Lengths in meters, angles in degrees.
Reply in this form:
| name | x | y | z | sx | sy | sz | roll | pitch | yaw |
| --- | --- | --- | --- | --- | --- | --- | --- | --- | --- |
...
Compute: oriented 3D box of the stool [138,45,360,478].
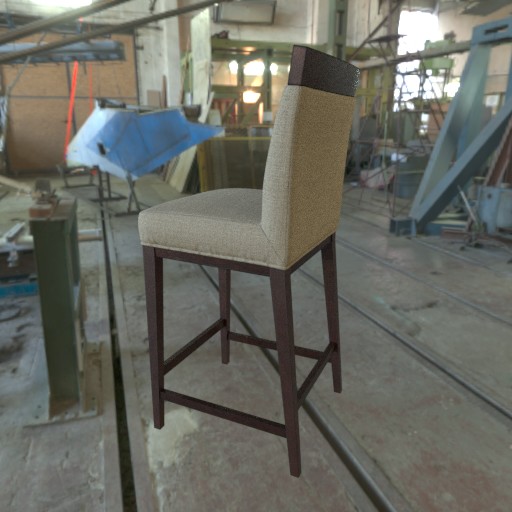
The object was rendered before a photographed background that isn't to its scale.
| name | x | y | z | sx | sy | sz | roll | pitch | yaw |
| --- | --- | --- | --- | --- | --- | --- | --- | --- | --- |
| stool | 0.000 | 0.000 | 1.260 | 0.480 | 1.011 | 0.463 | 8 | 18 | 24 |
